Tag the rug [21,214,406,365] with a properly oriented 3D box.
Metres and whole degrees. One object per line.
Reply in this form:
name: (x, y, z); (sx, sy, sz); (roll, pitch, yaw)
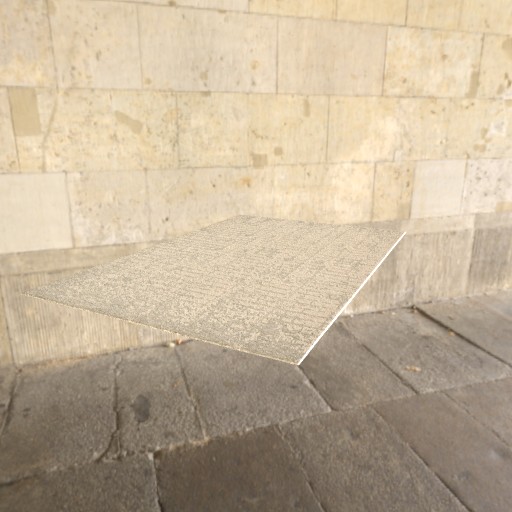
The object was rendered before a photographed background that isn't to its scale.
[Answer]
rug: (0.000, 0.000, 2.313); (1.211, 0.007, 1.827); (8, 19, 26)
